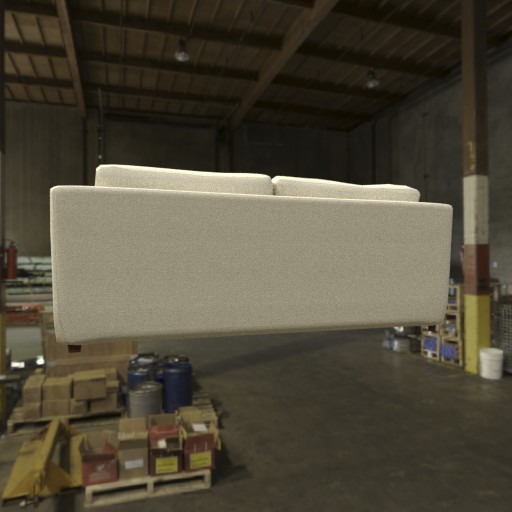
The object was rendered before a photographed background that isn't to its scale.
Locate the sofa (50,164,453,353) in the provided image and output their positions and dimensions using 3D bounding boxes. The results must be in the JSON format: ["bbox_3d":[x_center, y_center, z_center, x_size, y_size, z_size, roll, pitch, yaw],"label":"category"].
[{"bbox_3d":[0.000,0.000,3.038,2.470,1.022,1.009,0,-1,-18],"label":"sofa"}]
